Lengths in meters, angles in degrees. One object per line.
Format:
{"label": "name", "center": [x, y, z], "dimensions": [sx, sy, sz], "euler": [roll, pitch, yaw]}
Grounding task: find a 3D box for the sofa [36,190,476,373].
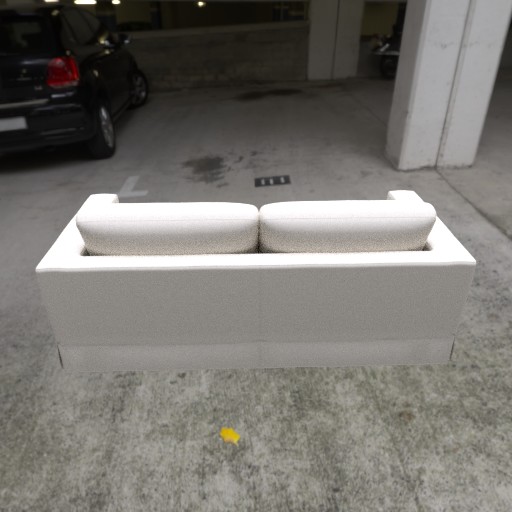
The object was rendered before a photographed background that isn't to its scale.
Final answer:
{"label": "sofa", "center": [0.000, 0.000, 2.629], "dimensions": [2.163, 0.881, 0.954], "euler": [-1, 30, -2]}
